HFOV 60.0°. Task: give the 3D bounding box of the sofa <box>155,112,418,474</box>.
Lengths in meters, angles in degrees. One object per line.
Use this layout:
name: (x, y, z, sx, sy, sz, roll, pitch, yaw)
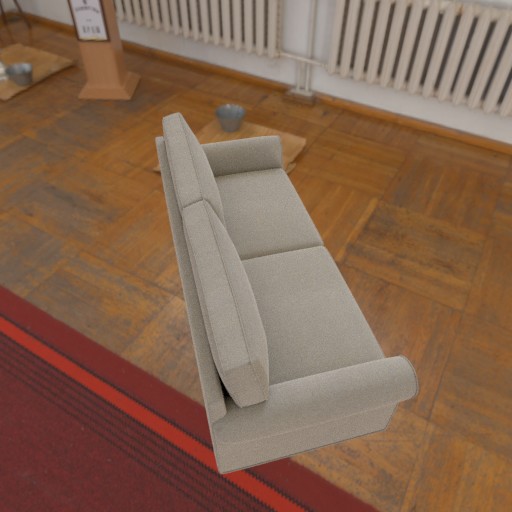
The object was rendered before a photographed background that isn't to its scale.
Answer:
sofa: (0.000, 0.000, 2.611, 0.901, 0.962, 2.146, -11, 46, -10)
